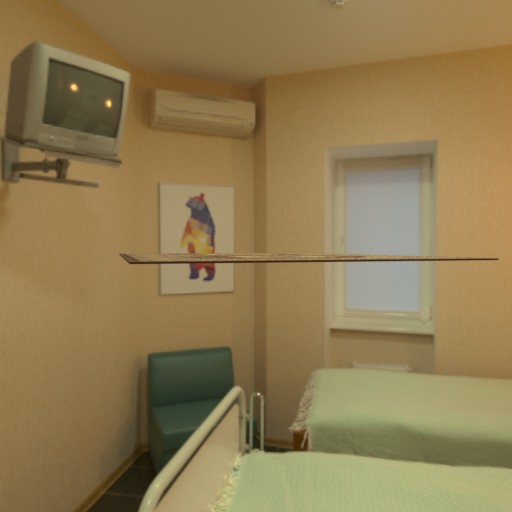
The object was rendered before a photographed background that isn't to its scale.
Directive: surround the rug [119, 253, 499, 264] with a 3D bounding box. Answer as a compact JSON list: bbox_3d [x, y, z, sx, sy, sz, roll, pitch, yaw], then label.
[{"bbox_3d":[0.000,0.000,4.121,2.381,0.013,3.197,0,1,-18],"label":"rug"}]
